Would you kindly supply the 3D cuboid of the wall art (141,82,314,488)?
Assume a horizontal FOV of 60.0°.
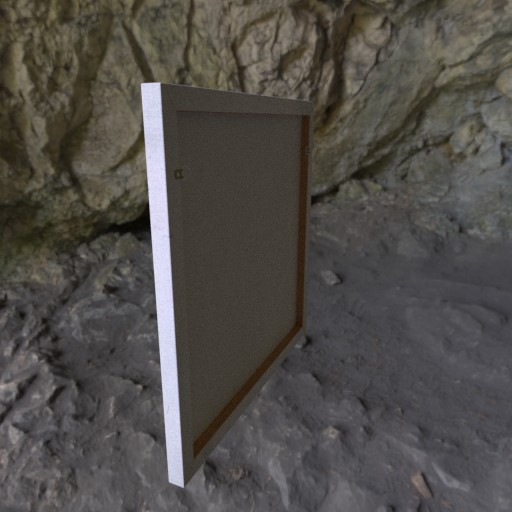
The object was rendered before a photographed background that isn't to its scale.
[{"bbox_3d":[0.000,0.000,1.117,0.041,0.762,0.762,8,19,24],"label":"wall art"}]
